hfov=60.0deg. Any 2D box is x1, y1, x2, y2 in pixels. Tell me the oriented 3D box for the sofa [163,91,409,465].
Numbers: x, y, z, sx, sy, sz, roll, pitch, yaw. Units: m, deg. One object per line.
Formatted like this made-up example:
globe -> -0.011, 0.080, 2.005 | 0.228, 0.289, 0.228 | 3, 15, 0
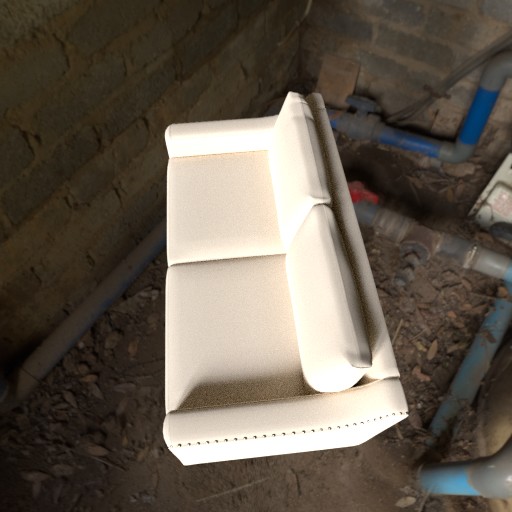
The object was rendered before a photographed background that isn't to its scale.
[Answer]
sofa -> 0.000, 0.000, 2.294 | 0.949, 0.830, 1.812 | -5, 58, -3
